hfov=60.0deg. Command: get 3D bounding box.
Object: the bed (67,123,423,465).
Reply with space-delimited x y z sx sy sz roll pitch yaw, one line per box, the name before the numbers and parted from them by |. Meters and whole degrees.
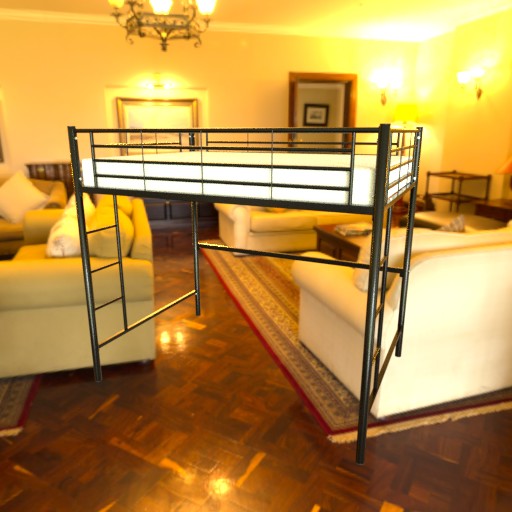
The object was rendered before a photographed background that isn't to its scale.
bed | 0.000 0.000 3.213 1.994 1.803 1.397 7 17 25
